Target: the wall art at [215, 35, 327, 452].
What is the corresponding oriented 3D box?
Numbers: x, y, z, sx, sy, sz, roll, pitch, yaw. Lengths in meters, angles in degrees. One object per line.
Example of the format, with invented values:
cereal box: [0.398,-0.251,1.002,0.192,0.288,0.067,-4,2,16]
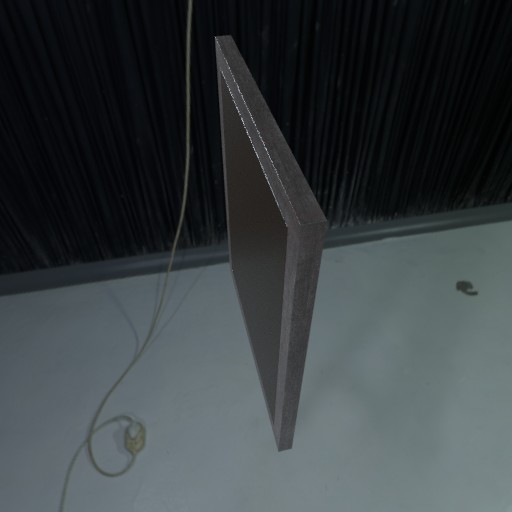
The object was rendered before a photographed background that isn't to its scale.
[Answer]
wall art: [0.000,0.000,0.792,0.027,0.580,0.479,-10,47,-9]
